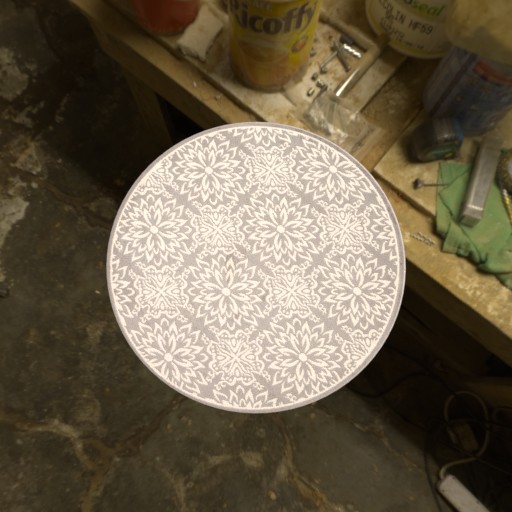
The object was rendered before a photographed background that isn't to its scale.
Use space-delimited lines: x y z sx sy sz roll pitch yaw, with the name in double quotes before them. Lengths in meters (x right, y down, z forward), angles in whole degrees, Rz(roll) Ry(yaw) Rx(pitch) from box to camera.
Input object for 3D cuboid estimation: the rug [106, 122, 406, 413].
"rug" 0.000 0.000 2.366 1.593 0.012 1.593 0 76 0
